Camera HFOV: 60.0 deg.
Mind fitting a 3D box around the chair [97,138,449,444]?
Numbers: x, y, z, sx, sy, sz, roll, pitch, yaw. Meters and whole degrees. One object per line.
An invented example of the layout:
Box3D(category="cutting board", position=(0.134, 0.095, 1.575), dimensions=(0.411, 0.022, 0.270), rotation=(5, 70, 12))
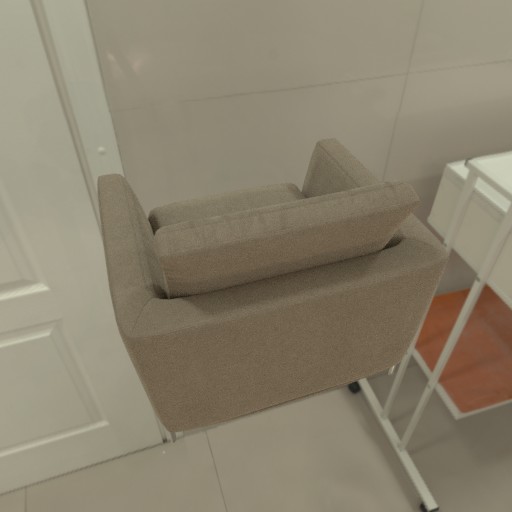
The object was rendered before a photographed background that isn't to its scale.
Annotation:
Box3D(category="chair", position=(0.000, 0.000, 1.672), dimensions=(1.041, 0.864, 0.889), rotation=(-13, 43, -14))
